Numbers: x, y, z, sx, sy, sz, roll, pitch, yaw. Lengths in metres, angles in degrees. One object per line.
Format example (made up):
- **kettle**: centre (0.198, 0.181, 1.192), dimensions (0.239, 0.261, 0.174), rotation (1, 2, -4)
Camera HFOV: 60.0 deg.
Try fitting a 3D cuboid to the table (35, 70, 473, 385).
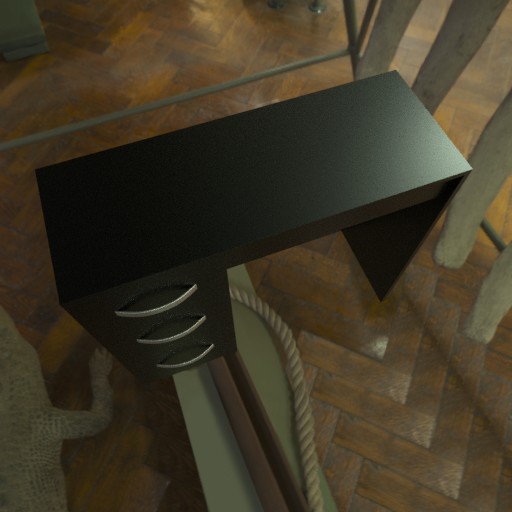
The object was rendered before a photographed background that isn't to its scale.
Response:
- **table**: centre (0.000, 0.000, 1.349), dimensions (0.930, 0.790, 0.380), rotation (-19, 64, -10)
